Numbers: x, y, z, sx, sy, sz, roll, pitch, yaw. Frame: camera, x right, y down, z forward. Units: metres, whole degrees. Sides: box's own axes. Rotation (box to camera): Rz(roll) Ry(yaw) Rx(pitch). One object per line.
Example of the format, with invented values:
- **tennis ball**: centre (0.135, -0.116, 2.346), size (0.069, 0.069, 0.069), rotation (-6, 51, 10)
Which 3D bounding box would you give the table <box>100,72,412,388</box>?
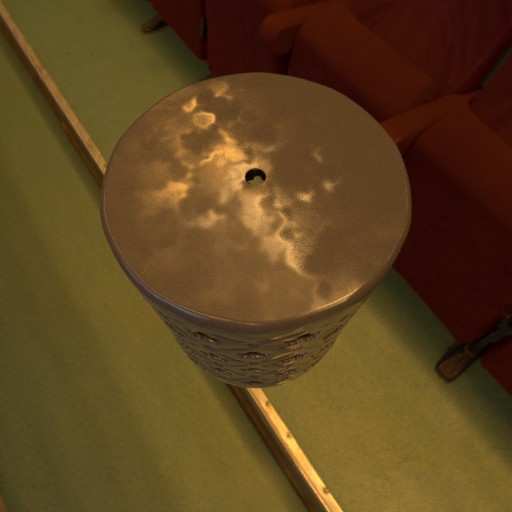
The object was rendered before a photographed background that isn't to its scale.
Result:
- **table**: centre (0.000, 0.000, 0.665), size (0.352, 0.387, 0.352), rotation (0, 63, 0)
